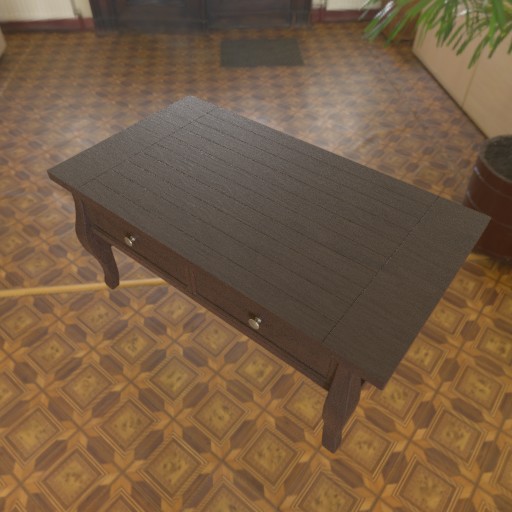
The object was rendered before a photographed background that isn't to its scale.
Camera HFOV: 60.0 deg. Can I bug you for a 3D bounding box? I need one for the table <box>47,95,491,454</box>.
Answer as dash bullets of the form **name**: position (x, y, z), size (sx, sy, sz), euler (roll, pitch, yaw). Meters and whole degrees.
- **table**: position (0.000, 0.000, 1.371), size (1.062, 0.494, 0.600), euler (30, 53, 25)
